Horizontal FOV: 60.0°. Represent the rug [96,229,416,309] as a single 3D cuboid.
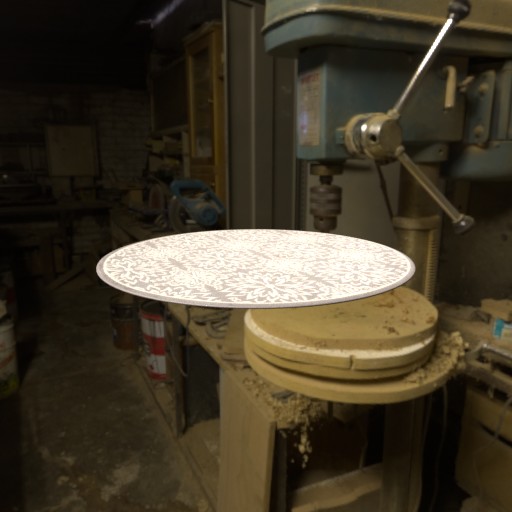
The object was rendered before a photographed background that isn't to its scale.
[{"bbox_3d":[0.000,0.000,2.343,1.593,0.012,1.593,0,13,0],"label":"rug"}]
